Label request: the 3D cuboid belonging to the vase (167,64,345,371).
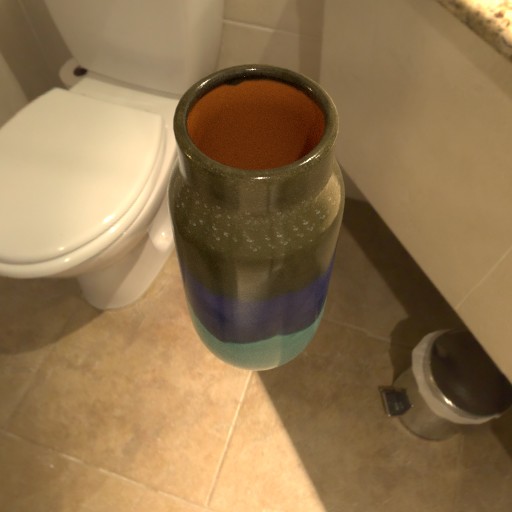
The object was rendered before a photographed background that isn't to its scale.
[{"bbox_3d":[0.000,0.000,0.381,0.139,0.313,0.139,0,60,0],"label":"vase"}]
